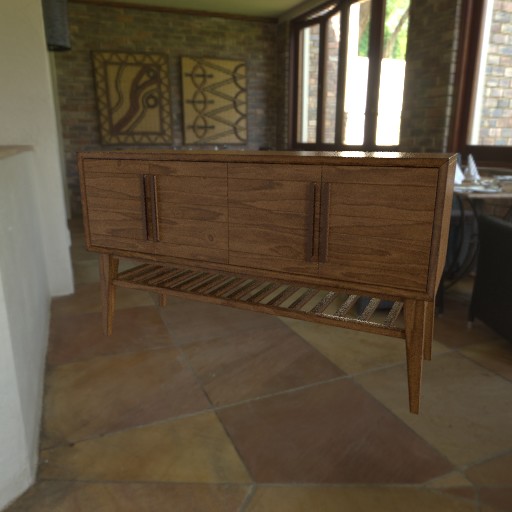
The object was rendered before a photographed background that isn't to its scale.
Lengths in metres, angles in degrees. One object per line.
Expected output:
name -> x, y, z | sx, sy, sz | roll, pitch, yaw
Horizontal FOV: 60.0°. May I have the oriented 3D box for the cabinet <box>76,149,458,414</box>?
cabinet -> 0.000, 0.000, 1.763 | 1.363, 0.802, 0.477 | 7, 16, 25
